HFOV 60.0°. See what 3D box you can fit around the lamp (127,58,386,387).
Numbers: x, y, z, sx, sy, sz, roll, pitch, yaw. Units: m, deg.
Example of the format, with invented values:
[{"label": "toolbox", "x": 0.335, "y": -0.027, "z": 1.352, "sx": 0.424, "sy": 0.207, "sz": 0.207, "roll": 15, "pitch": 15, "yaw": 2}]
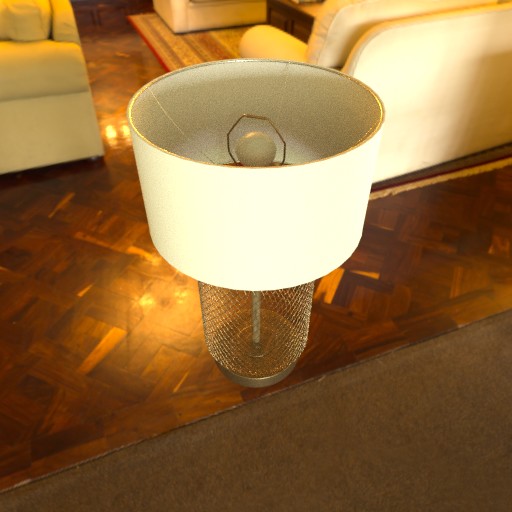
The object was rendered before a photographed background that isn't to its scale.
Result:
[{"label": "lamp", "x": 0.000, "y": 0.000, "z": 0.809, "sx": 0.353, "sy": 0.578, "sz": 0.353, "roll": 0, "pitch": 42, "yaw": 0}]
